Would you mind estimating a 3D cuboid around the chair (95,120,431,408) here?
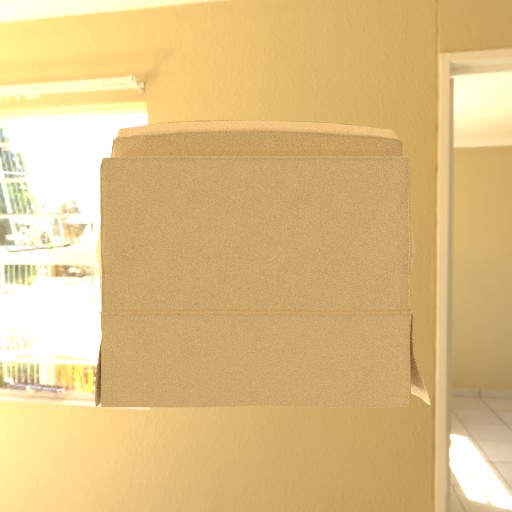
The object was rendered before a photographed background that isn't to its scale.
[{"bbox_3d":[0.000,0.000,1.825,1.099,0.958,0.904,0,1,0],"label":"chair"}]
